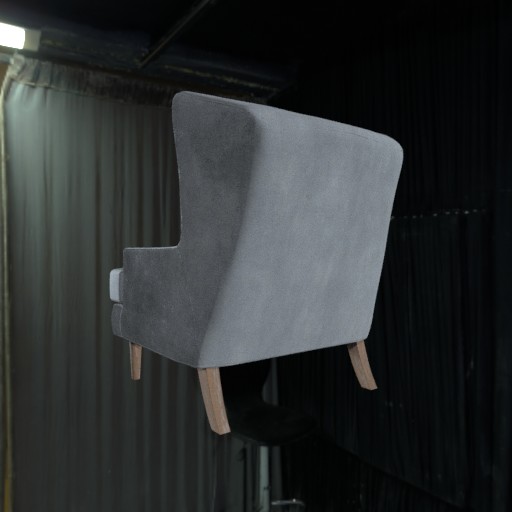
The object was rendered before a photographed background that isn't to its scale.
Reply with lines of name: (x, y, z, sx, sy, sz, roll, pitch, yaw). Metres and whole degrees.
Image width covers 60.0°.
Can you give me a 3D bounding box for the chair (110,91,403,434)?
chair: (0.000, 0.000, 1.613, 0.784, 0.950, 0.906, -1, 1, -37)
